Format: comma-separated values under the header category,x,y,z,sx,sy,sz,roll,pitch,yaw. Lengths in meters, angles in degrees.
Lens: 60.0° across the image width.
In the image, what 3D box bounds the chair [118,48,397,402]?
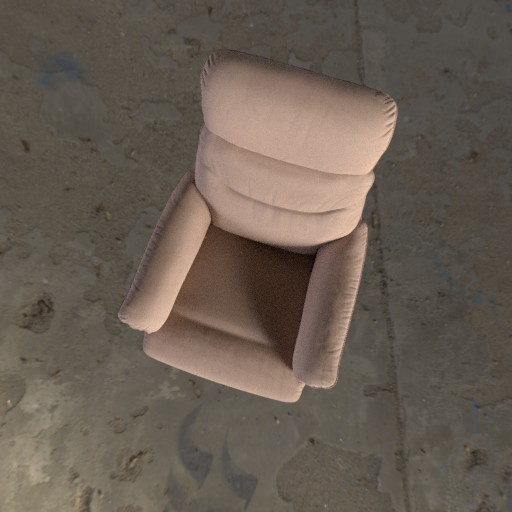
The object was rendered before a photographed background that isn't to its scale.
category,x,y,z,sx,sy,sz,roll,pitch,yaw
chair,0.000,0.000,1.709,0.820,1.037,1.004,17,78,4
